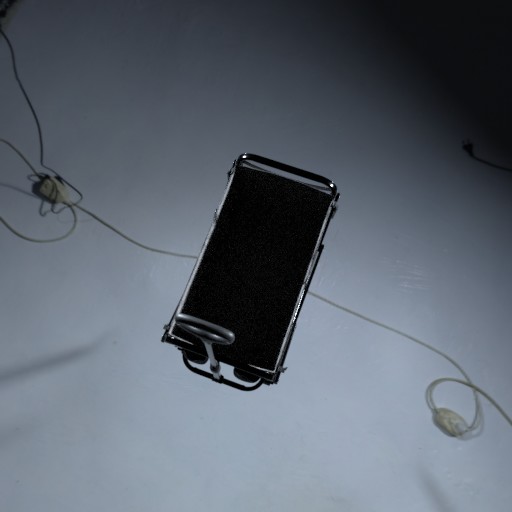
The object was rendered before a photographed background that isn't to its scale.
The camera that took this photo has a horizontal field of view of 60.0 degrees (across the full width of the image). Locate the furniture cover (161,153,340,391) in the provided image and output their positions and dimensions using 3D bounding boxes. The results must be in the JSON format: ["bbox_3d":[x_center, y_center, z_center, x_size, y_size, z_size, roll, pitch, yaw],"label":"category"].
[{"bbox_3d":[0.000,0.000,1.771,0.532,1.295,1.038,19,75,5],"label":"furniture cover"}]
